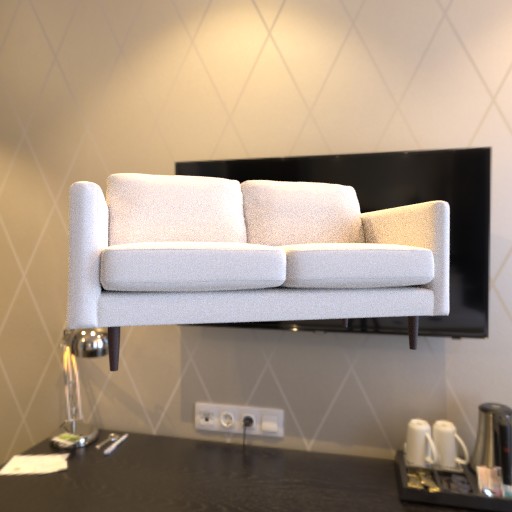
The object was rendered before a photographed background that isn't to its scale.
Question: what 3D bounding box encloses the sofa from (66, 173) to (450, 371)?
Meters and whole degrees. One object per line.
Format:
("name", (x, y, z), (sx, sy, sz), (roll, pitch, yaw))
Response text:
("sofa", (0.000, 0.000, 2.271), (1.713, 0.893, 0.940), (0, 0, -17))
